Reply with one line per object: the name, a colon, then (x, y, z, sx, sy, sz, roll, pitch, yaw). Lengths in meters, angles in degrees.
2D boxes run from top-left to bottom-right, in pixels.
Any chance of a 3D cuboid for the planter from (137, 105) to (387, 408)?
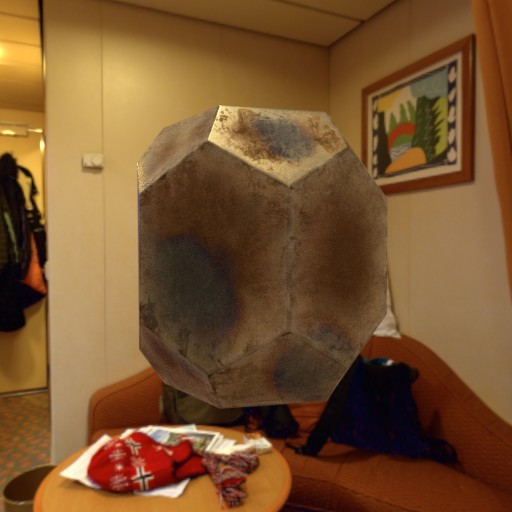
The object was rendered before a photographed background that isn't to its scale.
planter: (0.000, 0.000, 0.428, 0.243, 0.238, 0.221, 0, 1, 19)
